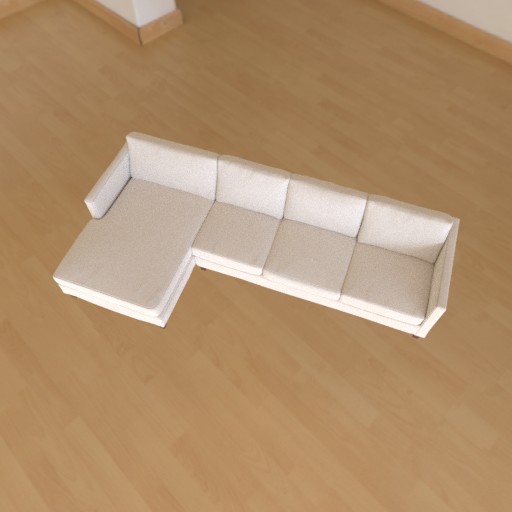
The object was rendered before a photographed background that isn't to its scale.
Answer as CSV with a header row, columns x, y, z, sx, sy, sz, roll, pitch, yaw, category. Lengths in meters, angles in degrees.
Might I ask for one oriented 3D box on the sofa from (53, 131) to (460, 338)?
x,y,z,sx,sy,sz,roll,pitch,yaw,category
0.000,0.000,3.917,3.186,0.846,1.625,17,60,10,sofa
